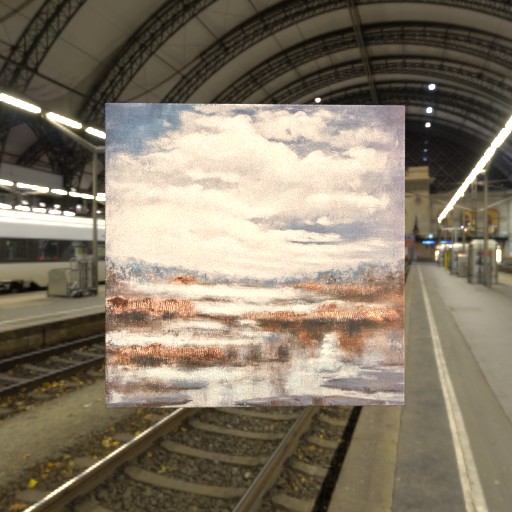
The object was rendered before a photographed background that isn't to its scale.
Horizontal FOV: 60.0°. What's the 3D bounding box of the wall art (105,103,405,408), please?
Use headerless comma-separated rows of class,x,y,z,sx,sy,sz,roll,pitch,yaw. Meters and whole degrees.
wall art,0.000,0.000,1.329,0.888,0.897,0.035,0,0,-2
